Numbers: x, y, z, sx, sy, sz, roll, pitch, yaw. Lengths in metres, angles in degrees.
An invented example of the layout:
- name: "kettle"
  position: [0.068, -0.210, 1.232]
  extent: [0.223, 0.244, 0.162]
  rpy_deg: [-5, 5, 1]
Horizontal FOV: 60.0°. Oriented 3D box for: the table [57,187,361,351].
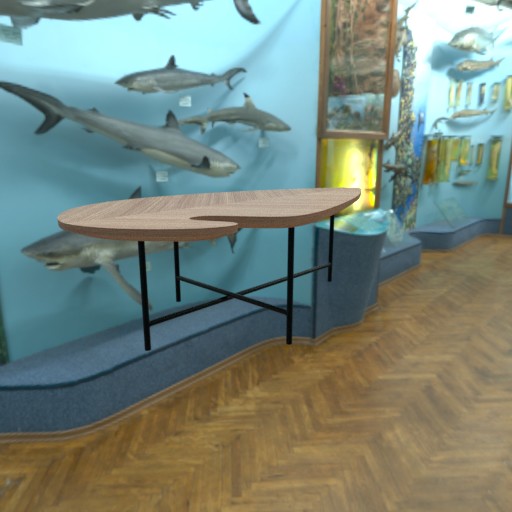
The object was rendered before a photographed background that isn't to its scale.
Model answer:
- name: "table"
  position: [0.000, 0.000, 1.421]
  extent: [0.598, 0.360, 1.199]
  rpy_deg: [13, 19, 42]
